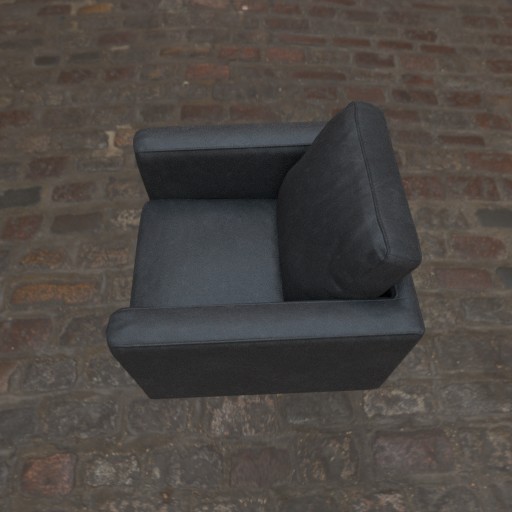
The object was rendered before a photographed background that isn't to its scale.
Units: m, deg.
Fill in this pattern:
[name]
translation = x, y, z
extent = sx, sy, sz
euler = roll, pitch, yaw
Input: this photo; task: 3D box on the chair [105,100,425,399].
[chair]
translation = 0.000, 0.000, 1.558
extent = 0.879, 0.898, 0.831
euler = -2, 59, -1
